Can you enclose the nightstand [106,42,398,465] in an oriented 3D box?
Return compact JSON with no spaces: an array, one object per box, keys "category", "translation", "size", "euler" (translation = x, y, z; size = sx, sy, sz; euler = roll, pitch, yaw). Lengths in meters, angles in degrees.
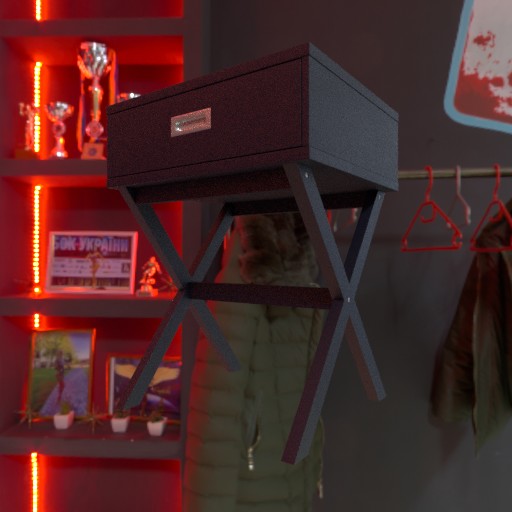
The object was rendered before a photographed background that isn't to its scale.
[{"category":"nightstand","translation":[0.000,0.000,0.945],"size":[0.479,0.623,0.402],"euler":[0,0,36]}]
